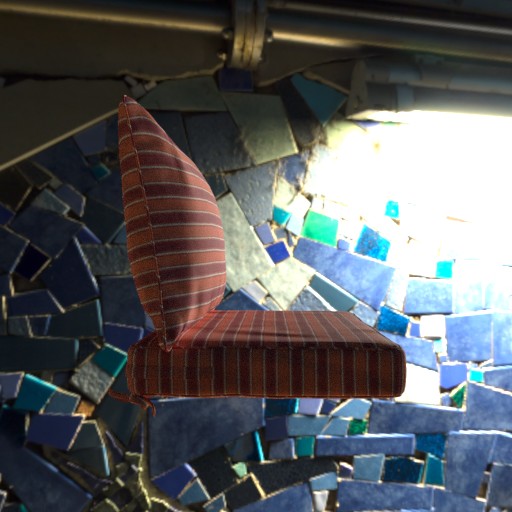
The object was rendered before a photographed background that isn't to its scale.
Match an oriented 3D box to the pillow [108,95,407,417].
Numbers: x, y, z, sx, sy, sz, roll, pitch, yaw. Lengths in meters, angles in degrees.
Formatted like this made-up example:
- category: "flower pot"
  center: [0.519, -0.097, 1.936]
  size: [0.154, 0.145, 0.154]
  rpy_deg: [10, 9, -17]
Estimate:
- category: "pillow"
  center: [0.000, 0.000, 1.364]
  size: [0.733, 0.723, 0.799]
  rpy_deg: [0, 0, 2]
